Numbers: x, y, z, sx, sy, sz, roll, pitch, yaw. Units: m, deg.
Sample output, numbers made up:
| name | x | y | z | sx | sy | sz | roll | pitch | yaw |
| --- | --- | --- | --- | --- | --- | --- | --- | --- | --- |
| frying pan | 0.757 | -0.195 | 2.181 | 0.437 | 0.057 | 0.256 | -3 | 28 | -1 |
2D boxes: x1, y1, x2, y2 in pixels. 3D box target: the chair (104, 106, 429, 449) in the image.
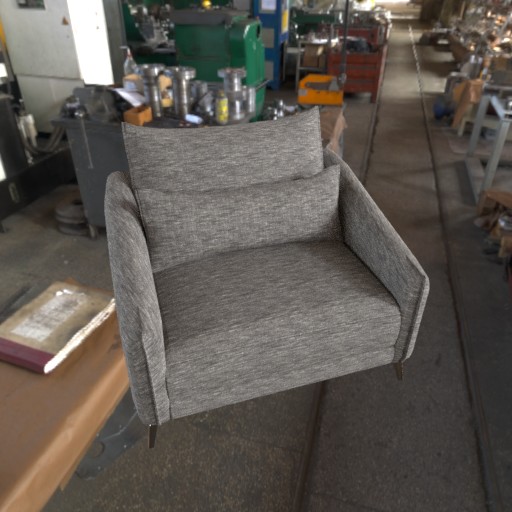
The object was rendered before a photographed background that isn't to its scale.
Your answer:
| name | x | y | z | sx | sy | sz | roll | pitch | yaw |
| --- | --- | --- | --- | --- | --- | --- | --- | --- | --- |
| chair | 0.000 | 0.000 | 1.605 | 1.004 | 0.842 | 0.805 | -10 | 33 | -15 |
